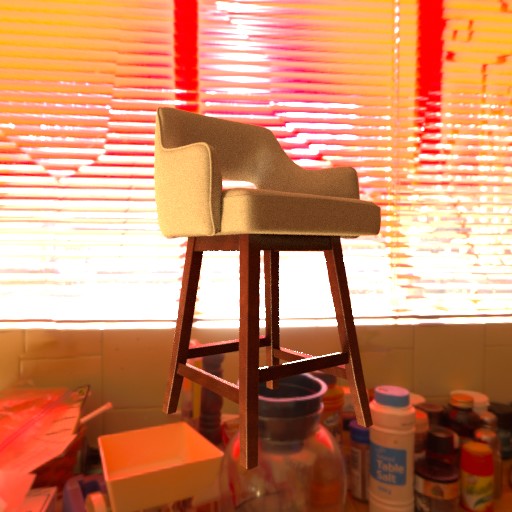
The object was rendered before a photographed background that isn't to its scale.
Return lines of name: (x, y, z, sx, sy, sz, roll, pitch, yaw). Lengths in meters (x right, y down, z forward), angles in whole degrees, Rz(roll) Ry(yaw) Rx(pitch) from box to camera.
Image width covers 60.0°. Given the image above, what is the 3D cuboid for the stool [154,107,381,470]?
stool: (0.000, 0.000, 1.295, 0.550, 0.936, 0.560, -1, 1, -36)
